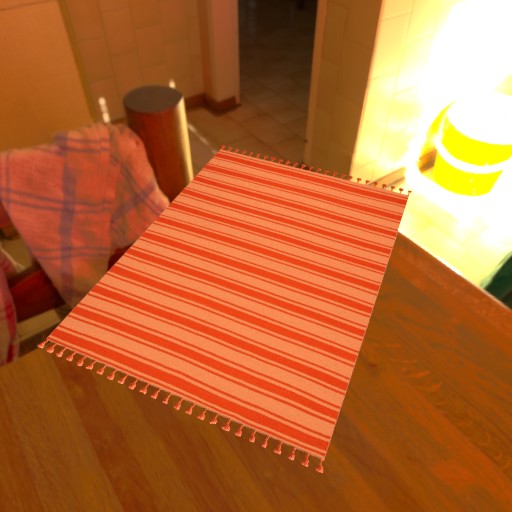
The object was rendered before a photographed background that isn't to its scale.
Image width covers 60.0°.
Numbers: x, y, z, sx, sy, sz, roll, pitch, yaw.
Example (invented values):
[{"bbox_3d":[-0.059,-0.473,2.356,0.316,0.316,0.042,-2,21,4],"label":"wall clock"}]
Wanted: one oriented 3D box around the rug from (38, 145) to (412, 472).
[{"bbox_3d":[0.000,0.000,4.375,2.451,0.035,3.369,18,48,16],"label":"rug"}]
